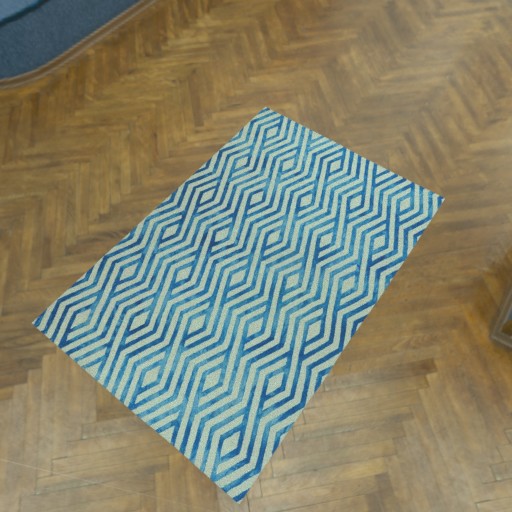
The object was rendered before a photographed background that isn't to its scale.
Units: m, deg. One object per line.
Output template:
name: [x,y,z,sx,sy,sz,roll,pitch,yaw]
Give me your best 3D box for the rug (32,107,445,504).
rug: [0.000,0.000,2.238,1.225,0.008,1.830,33,64,18]
